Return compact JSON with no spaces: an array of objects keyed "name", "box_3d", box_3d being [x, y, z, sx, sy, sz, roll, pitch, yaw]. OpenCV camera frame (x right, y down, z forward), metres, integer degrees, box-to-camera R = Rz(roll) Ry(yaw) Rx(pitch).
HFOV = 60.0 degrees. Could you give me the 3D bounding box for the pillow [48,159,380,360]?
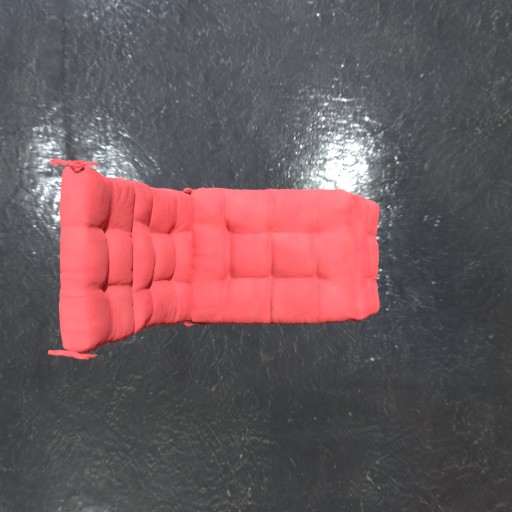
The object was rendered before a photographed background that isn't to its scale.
[{"name":"pillow","box_3d":[0.000,0.000,1.495,1.016,0.863,0.526,0,90,2]}]
